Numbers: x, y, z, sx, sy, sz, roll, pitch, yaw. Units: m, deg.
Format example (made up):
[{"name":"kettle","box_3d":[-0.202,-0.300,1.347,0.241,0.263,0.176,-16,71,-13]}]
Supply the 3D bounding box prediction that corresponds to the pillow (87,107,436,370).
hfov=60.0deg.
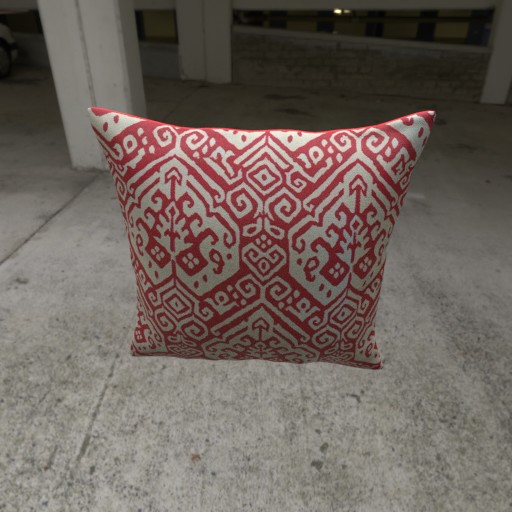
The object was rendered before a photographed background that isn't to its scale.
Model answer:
[{"name":"pillow","box_3d":[0.000,0.000,0.785,0.522,0.507,0.192,2,30,3]}]
